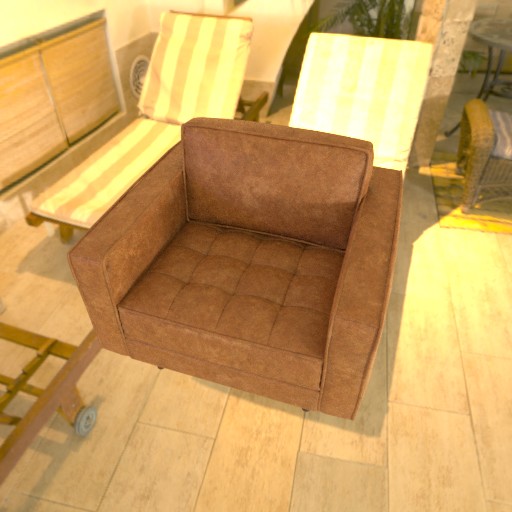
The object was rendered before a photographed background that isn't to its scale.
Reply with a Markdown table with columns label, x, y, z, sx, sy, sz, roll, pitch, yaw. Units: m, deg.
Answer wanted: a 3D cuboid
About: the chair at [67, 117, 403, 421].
| label | x | y | z | sx | sy | sz | roll | pitch | yaw |
| --- | --- | --- | --- | --- | --- | --- | --- | --- | --- |
| chair | 0.000 | 0.000 | 1.555 | 0.928 | 0.767 | 0.798 | 12 | 42 | 14 |
